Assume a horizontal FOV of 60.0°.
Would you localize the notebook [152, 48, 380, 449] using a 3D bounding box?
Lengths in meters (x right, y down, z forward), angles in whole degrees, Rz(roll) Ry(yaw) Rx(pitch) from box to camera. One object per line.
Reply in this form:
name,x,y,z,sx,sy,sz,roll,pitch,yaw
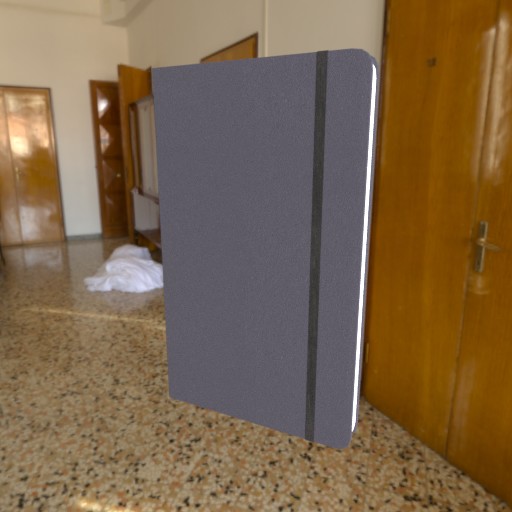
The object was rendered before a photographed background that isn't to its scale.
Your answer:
notebook,0.000,0.000,0.259,0.127,0.213,0.016,7,15,26
